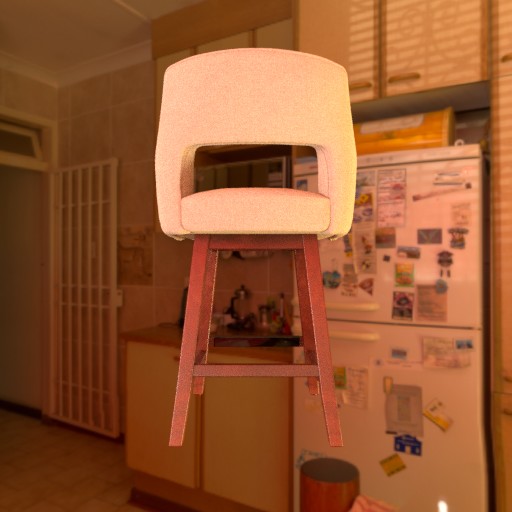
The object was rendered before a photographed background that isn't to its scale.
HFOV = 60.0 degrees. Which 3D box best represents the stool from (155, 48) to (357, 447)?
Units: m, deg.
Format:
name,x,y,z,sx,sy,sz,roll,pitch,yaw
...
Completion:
name,x,y,z,sx,sy,sz,roll,pitch,yaw
stool,0.000,0.000,1.265,0.550,0.936,0.560,0,0,0
